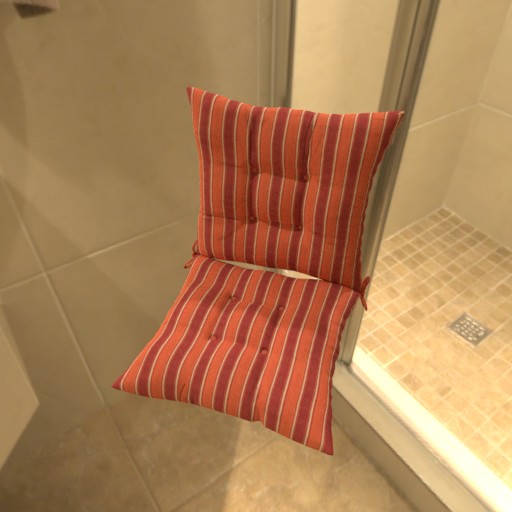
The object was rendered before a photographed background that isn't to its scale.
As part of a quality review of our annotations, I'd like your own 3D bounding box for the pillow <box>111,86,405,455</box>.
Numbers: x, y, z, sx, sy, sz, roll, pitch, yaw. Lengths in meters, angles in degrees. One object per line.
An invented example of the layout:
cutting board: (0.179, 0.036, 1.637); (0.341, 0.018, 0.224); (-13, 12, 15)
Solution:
pillow: (0.000, 0.000, 0.997); (0.541, 0.536, 0.585); (12, 43, 13)
